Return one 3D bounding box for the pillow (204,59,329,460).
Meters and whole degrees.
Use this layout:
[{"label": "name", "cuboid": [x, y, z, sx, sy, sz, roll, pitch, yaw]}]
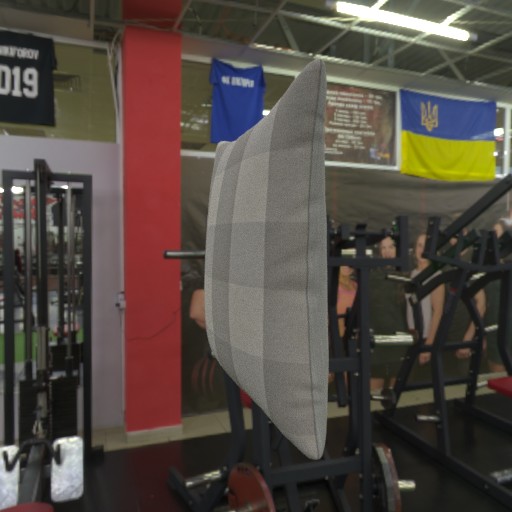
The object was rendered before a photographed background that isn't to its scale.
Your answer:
[{"label": "pillow", "cuboid": [0.000, 0.000, 0.797, 0.161, 0.509, 0.511, -1, 2, -18]}]
